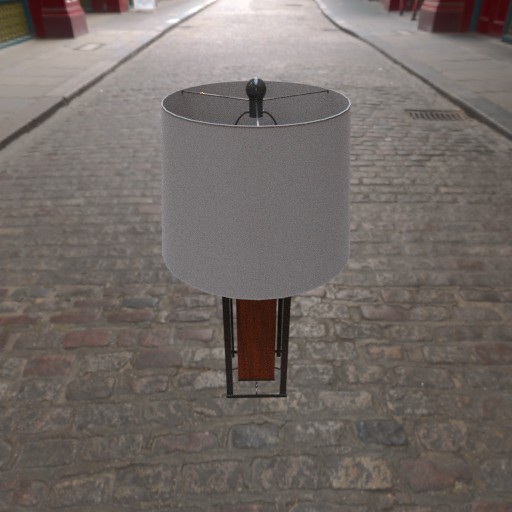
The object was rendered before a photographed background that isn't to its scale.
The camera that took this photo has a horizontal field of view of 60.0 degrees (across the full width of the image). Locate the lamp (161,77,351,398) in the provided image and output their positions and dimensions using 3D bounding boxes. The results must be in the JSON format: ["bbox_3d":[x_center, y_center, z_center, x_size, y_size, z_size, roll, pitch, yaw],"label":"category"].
[{"bbox_3d":[0.000,0.000,0.778,0.320,0.591,0.320,0,32,0],"label":"lamp"}]
